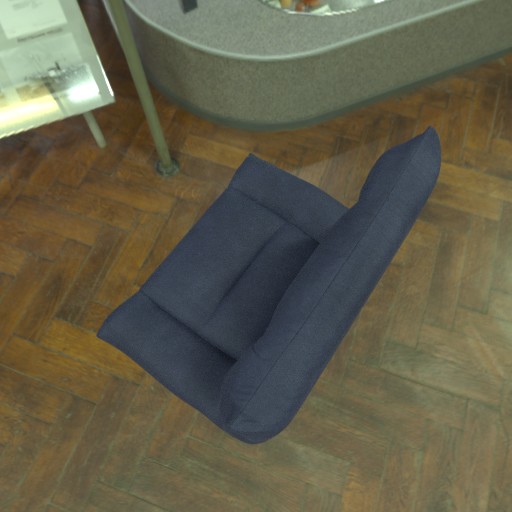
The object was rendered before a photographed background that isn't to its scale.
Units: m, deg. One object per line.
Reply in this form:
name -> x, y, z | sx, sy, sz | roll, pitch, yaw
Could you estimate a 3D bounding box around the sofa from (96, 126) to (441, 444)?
sofa -> 0.000, 0.000, 1.654 | 0.849, 0.778, 1.122 | 32, 69, 14
